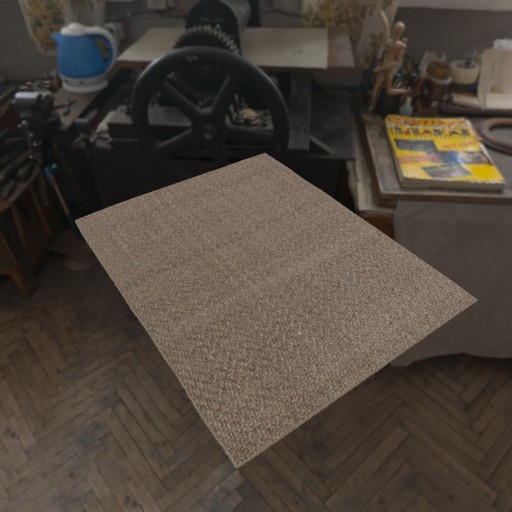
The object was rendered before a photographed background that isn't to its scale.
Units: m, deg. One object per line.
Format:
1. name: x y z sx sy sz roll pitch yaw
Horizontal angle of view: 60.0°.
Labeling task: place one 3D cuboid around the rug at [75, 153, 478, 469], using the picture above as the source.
1. rug: 0.000 0.000 4.115 2.439 0.013 3.048 -25 48 -25
